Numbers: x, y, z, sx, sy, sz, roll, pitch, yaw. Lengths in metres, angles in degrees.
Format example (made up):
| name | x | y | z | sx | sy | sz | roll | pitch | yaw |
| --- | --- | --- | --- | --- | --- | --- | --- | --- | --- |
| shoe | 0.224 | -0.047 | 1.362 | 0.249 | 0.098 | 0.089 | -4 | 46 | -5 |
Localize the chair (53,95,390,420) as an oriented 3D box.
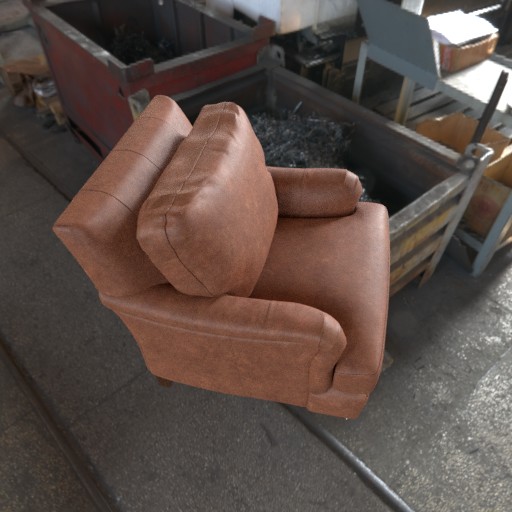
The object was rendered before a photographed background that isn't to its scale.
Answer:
| name | x | y | z | sx | sy | sz | roll | pitch | yaw |
| --- | --- | --- | --- | --- | --- | --- | --- | --- | --- |
| chair | 0.000 | 0.000 | 1.946 | 1.158 | 1.055 | 0.986 | 10 | 48 | 9 |
